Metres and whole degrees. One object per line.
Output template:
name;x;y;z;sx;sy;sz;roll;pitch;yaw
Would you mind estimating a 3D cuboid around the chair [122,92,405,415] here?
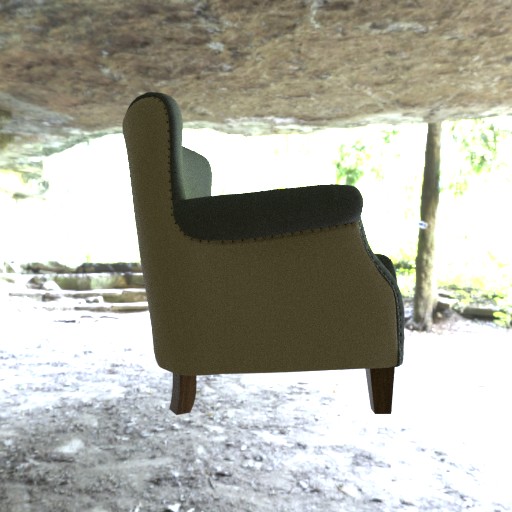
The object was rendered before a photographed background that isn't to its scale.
chair;0.000;0.000;1.617;0.921;0.936;0.861;0;0;1
